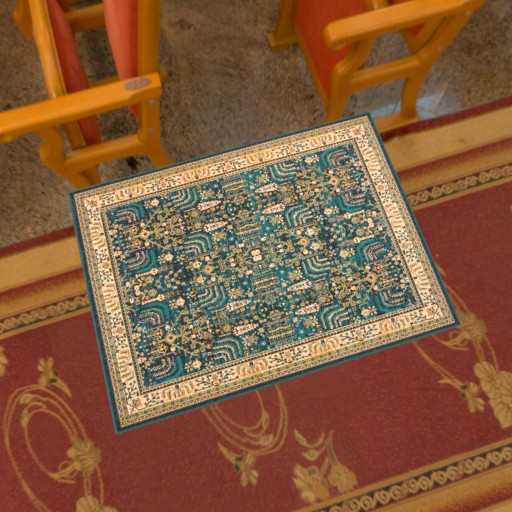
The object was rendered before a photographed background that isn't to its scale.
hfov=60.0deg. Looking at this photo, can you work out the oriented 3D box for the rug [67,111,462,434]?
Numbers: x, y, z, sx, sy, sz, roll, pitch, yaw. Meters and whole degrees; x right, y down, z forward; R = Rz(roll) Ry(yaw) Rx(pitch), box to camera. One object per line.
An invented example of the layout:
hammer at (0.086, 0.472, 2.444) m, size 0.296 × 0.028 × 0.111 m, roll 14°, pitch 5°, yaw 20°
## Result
rug at (0.000, 0.000, 4.007) m, size 3.044 × 0.015 × 2.226 m, roll -16°, pitch 74°, yaw -5°
